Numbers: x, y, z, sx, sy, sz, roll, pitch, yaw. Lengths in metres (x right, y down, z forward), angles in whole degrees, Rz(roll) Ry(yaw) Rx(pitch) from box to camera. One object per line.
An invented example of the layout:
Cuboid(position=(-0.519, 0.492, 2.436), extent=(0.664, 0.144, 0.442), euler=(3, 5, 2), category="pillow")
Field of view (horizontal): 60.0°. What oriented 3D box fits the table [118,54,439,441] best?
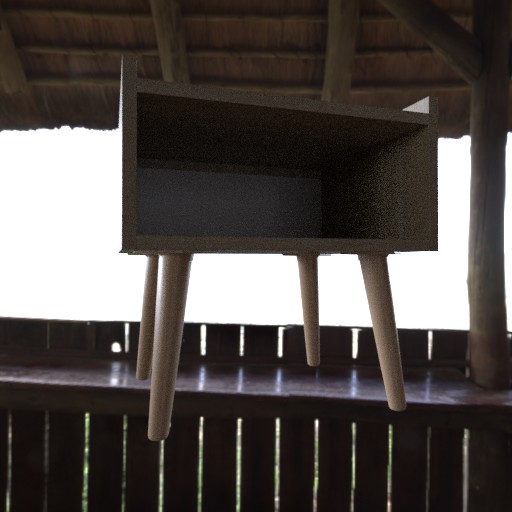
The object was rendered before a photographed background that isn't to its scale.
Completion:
Cuboid(position=(0.000, 0.000, 0.764), extent=(0.450, 0.470, 0.370), euler=(0, -1, -18), category="table")
